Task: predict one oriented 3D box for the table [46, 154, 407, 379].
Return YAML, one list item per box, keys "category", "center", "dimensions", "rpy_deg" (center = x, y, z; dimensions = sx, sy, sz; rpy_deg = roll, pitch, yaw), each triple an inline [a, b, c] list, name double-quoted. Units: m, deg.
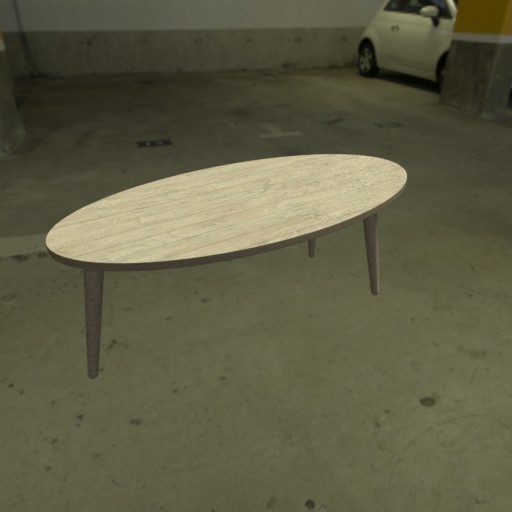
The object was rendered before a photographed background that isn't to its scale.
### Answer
- category: "table"
  center: [0.000, 0.000, 1.307]
  dimensions: [1.083, 0.390, 0.542]
  rpy_deg: [-19, 34, -30]
